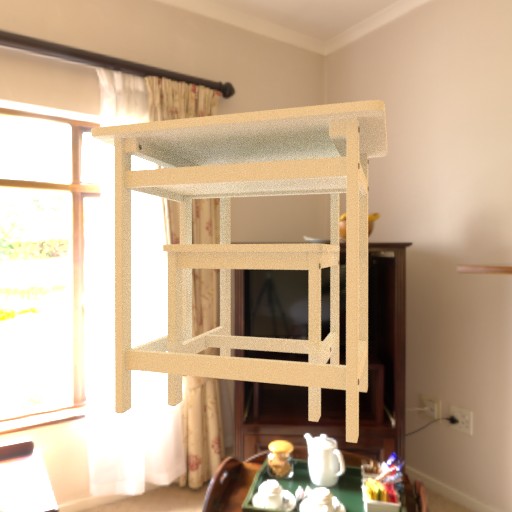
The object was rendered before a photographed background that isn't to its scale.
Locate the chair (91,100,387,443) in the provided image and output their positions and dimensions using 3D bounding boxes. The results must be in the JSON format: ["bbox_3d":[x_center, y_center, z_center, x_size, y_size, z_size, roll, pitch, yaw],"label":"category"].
[{"bbox_3d":[0.000,0.000,1.063,0.599,0.673,0.461,0,0,17],"label":"chair"}]
